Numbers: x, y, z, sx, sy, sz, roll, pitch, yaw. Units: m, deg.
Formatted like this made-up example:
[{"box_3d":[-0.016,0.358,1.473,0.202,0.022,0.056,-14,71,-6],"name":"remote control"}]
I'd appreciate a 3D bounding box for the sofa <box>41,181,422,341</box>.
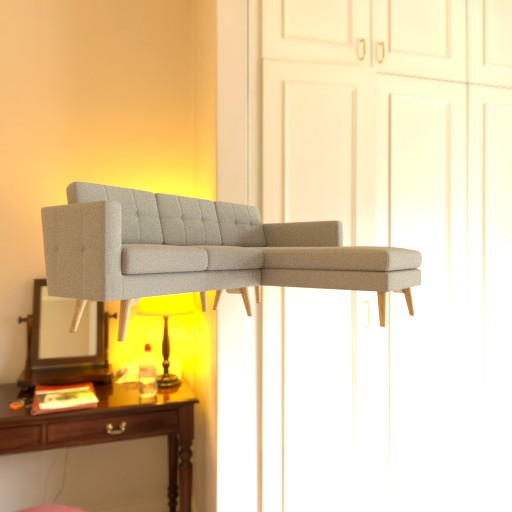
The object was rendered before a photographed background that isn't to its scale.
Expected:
[{"box_3d":[0.000,0.000,2.849,1.530,0.860,2.040,0,0,36],"name":"sofa"}]
